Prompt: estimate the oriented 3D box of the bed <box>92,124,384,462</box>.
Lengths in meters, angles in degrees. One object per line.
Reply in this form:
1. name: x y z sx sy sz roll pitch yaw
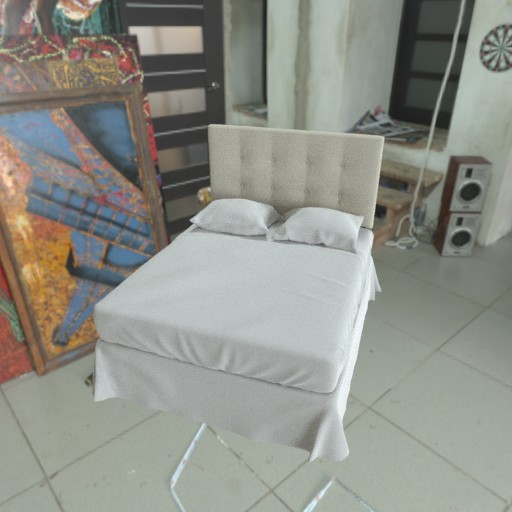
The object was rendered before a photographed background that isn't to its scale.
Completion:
1. bed: 0.000 0.000 3.502 1.936 1.577 2.222 9 29 17
